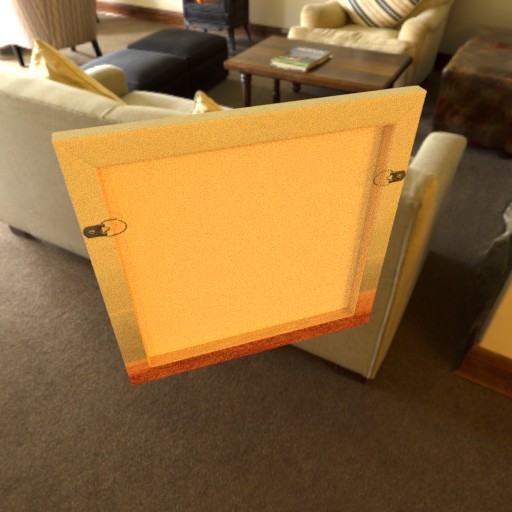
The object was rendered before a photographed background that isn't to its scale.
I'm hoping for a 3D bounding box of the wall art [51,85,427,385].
[{"bbox_3d":[0.000,0.000,0.893,0.605,0.605,0.034,-12,42,-13],"label":"wall art"}]
